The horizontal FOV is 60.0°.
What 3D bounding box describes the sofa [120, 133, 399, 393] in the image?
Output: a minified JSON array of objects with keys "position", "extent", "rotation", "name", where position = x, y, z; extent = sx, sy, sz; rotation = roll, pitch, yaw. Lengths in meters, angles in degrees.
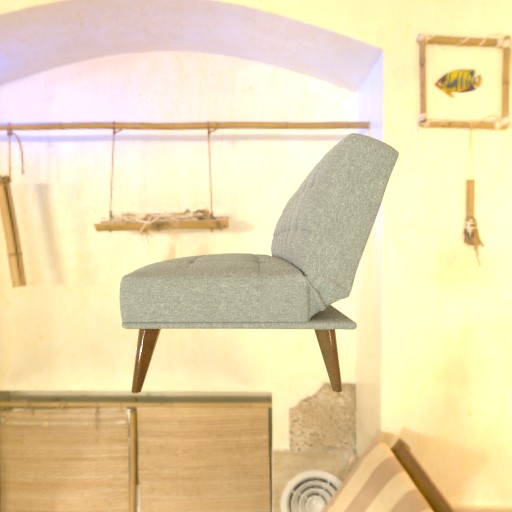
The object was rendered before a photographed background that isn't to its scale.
[{"position":[0.000,0.000,2.237],"extent":[0.860,0.810,1.800],"rotation":[0,1,-1],"name":"sofa"}]
